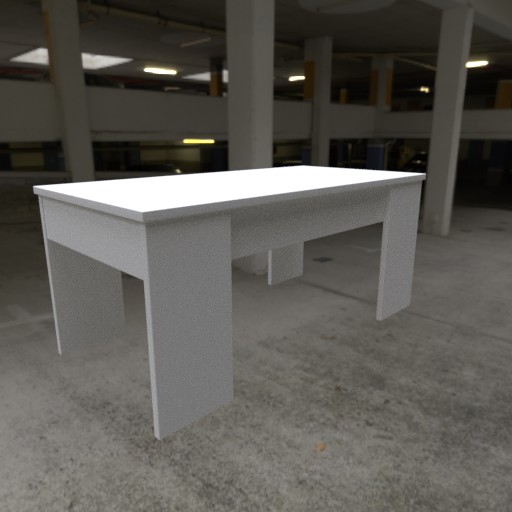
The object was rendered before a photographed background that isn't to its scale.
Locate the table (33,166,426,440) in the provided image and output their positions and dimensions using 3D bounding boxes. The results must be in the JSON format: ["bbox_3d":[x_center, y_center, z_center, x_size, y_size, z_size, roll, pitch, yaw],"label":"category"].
[{"bbox_3d":[0.000,0.000,1.280,1.000,0.440,0.500,-15,21,-42],"label":"table"}]
